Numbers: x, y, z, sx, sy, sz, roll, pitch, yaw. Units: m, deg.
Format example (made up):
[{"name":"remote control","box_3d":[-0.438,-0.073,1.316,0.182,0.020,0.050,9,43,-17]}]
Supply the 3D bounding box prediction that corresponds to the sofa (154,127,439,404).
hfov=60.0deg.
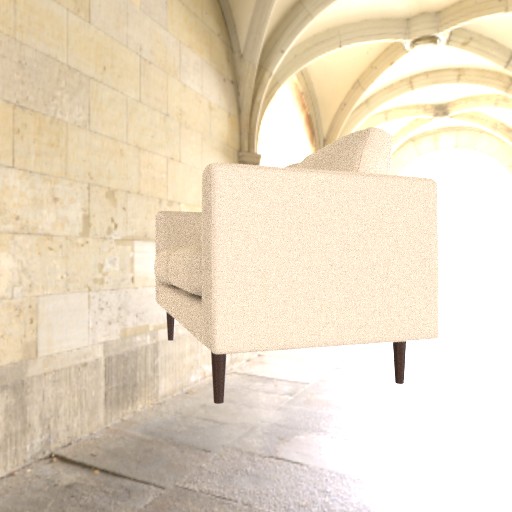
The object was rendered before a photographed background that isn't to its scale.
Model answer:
[{"name":"sofa","box_3d":[0.000,0.000,1.981,0.796,0.908,1.430,0,0,-18]}]
